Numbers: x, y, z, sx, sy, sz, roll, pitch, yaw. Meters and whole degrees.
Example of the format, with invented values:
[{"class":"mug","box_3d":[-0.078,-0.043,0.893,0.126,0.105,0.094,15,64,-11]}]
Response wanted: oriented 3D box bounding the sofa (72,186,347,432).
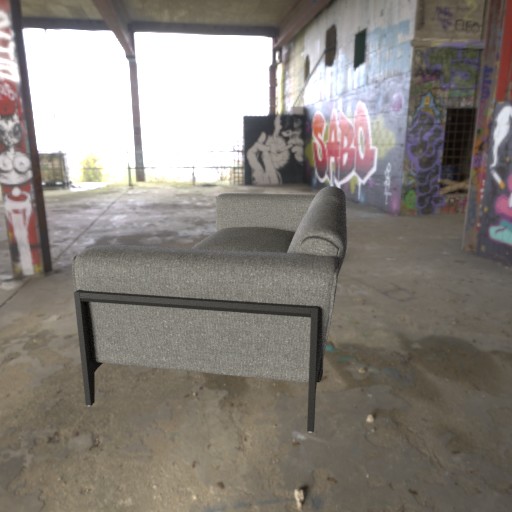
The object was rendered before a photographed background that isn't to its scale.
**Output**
[{"class":"sofa","box_3d":[0.000,0.000,2.533,0.985,0.703,2.125,3,14,11]}]
